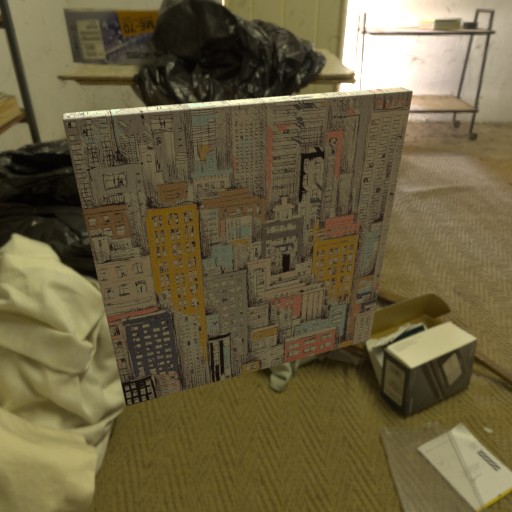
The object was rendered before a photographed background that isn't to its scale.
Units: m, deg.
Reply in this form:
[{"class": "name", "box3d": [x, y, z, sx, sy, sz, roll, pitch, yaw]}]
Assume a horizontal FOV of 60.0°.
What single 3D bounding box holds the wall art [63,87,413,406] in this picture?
[{"class": "wall art", "box3d": [0.000, 0.000, 0.898, 0.607, 0.608, 0.038, -11, 33, -17]}]
